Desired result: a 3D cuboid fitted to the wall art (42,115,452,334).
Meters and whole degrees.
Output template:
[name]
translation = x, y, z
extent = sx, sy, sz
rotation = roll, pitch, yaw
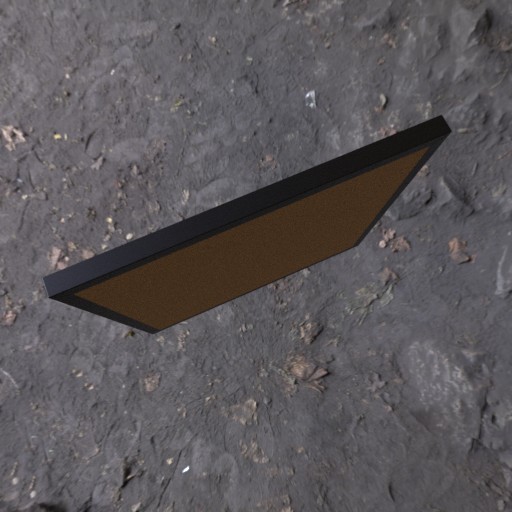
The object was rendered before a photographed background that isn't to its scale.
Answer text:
[wall art]
translation = 0.000, 0.000, 1.144
extent = 0.765, 0.765, 0.038
rotation = -23, 77, -6
